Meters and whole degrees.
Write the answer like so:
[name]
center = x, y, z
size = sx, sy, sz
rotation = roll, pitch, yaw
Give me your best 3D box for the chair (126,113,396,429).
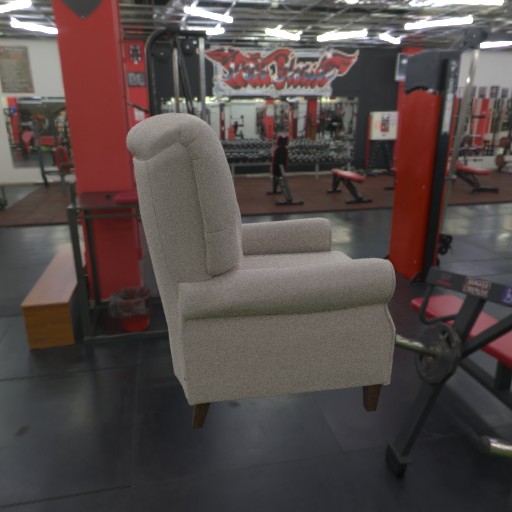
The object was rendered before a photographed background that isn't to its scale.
[chair]
center = 0.000, 0.000, 1.970
size = 1.025, 1.209, 0.942
rotation = -3, 18, -9
